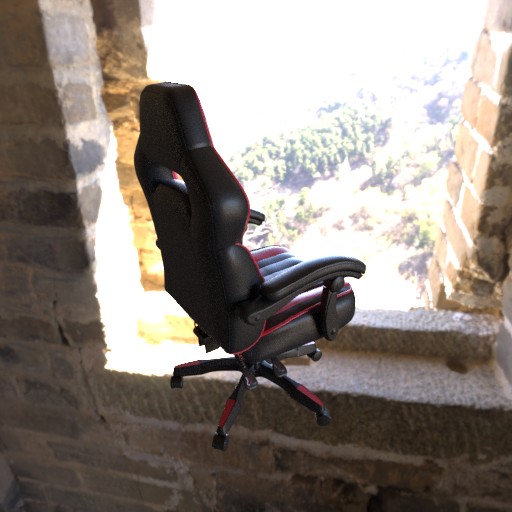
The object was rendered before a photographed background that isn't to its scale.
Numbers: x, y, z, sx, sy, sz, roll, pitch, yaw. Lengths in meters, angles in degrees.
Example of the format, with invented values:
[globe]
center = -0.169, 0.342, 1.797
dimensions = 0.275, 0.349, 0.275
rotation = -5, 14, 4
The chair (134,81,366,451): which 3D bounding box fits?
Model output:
[chair]
center = 0.000, 0.000, 1.641
dimensions = 0.700, 1.220, 0.700
rotation = -16, 30, -30
